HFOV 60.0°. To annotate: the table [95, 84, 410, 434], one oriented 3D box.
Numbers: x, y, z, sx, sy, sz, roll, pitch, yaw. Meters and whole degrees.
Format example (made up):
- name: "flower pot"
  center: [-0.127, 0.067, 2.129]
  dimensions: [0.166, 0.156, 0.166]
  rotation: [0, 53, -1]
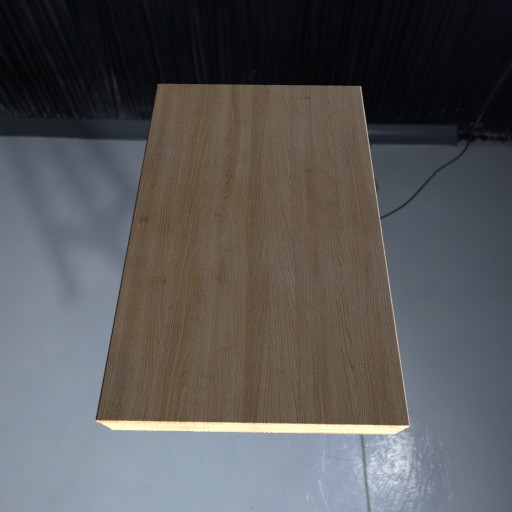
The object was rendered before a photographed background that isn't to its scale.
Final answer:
- name: "table"
  center: [0.000, 0.000, 1.445]
  dimensions: [0.700, 0.440, 1.100]
  rotation: [1, 61, 0]
